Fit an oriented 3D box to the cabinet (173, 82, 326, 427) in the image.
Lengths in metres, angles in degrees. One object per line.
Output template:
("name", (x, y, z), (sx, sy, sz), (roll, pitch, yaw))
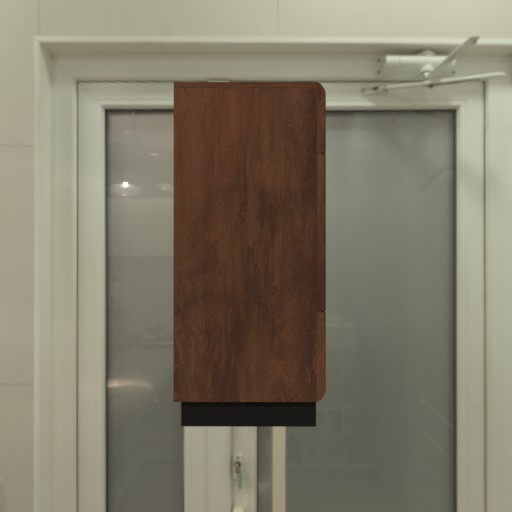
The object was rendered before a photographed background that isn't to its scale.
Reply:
("cabinet", (0.000, 0.000, 1.950), (0.420, 0.900, 1.600), (0, 0, 0))
